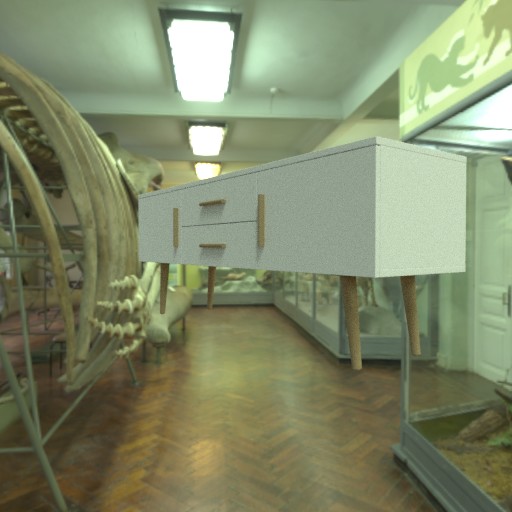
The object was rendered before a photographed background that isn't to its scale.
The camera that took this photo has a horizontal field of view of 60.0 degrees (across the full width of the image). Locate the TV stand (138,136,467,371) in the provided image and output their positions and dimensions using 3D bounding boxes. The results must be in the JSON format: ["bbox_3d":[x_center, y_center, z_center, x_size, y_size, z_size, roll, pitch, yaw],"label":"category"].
[{"bbox_3d":[0.000,0.000,1.659,0.401,0.560,1.398,-1,1,-36],"label":"TV stand"}]
